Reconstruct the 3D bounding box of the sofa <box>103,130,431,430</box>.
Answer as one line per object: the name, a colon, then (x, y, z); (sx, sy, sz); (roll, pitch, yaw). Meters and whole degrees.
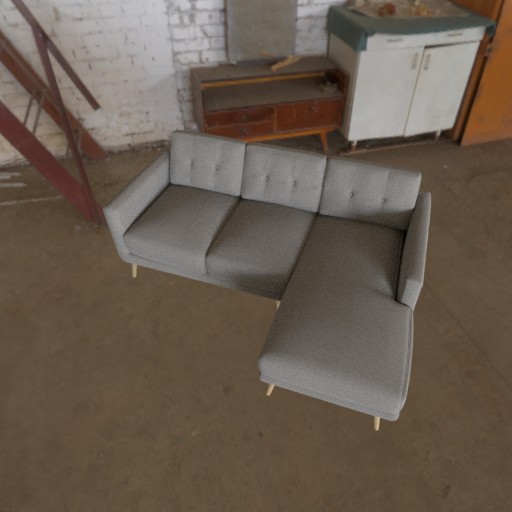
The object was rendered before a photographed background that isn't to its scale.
sofa: (0.000, 0.000, 2.865); (2.040, 0.860, 1.530); (13, 44, 14)
